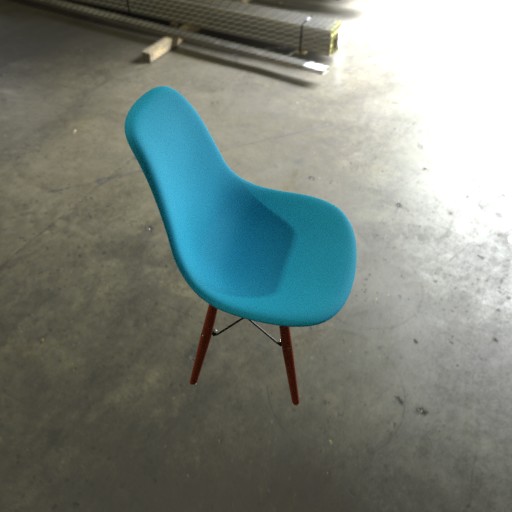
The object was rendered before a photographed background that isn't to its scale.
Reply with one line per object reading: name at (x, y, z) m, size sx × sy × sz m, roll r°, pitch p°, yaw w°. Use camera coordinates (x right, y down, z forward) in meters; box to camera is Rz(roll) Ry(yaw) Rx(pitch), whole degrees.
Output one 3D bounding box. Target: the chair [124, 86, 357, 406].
chair at (0.000, 0.000, 1.204) m, size 0.533 × 0.826 × 0.470 m, roll 10°, pitch 48°, yaw 10°
